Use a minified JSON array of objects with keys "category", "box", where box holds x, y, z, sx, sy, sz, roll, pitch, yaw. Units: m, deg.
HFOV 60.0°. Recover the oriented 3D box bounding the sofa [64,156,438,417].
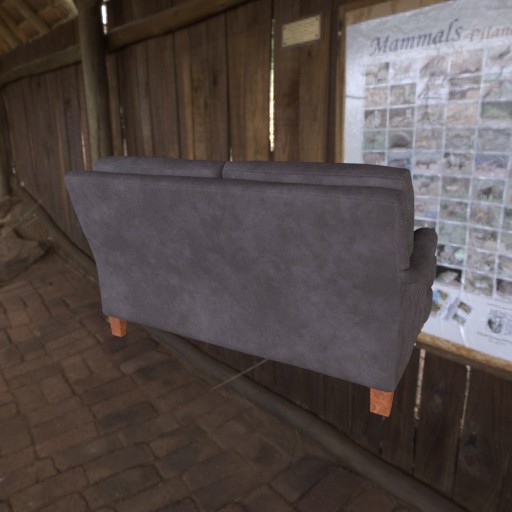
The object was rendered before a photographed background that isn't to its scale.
[{"category":"sofa","box":[0.000,0.000,2.519,1.853,1.101,1.084,9,18,28]}]
